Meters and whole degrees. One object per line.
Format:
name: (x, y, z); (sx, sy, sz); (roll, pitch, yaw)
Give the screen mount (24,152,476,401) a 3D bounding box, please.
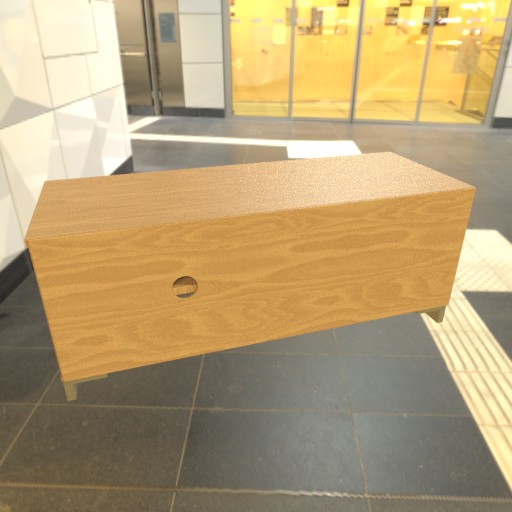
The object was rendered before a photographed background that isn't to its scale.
screen mount: (0.000, 0.000, 1.284); (1.084, 0.432, 0.406); (-8, 28, -16)
